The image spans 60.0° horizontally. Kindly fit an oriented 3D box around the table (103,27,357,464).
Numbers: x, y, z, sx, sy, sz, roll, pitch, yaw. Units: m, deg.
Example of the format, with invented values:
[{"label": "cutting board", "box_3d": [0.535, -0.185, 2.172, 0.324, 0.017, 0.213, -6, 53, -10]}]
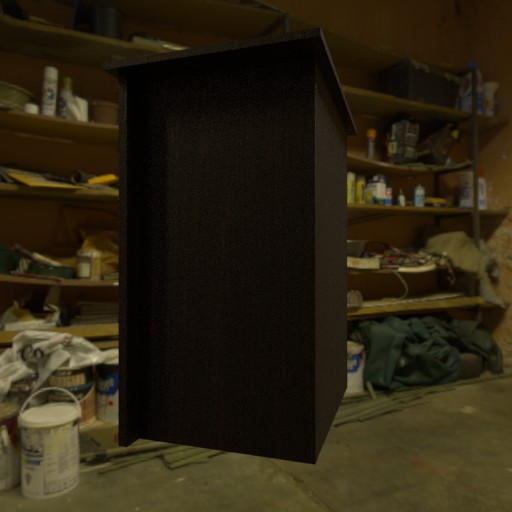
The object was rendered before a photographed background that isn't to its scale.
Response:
[{"label": "table", "box_3d": [0.000, 0.000, 1.033, 0.406, 0.711, 0.591, 0, 0, 18]}]
